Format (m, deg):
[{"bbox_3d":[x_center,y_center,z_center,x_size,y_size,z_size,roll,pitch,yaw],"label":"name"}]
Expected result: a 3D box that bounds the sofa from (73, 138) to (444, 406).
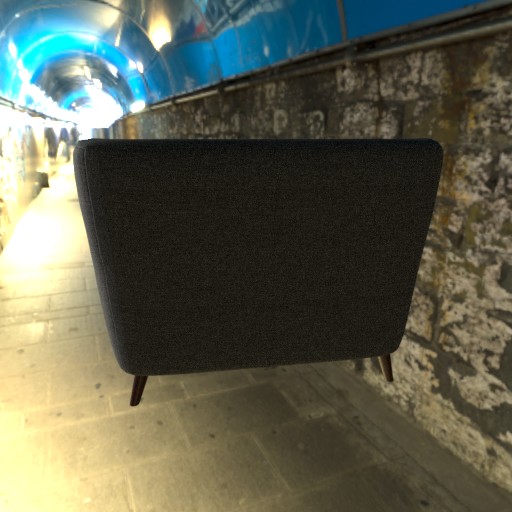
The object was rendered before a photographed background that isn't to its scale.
[{"bbox_3d":[0.000,0.000,1.991,1.358,1.028,0.874,-3,16,-9],"label":"sofa"}]
